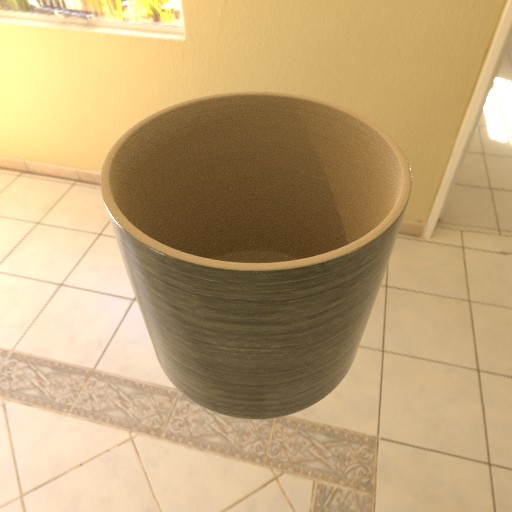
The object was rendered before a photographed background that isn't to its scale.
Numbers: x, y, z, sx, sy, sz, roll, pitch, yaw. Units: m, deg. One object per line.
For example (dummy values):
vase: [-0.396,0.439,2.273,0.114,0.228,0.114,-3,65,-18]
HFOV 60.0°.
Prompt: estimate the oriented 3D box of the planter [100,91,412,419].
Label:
planter: [0.000,0.000,0.395,0.221,0.201,0.221,0,45,0]
